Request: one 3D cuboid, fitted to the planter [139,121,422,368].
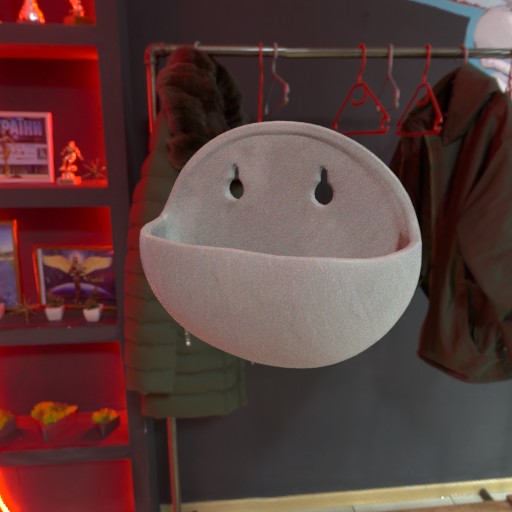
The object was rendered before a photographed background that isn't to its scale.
[{"bbox_3d":[0.000,0.000,0.277,0.190,0.164,0.073,7,16,26],"label":"planter"}]
